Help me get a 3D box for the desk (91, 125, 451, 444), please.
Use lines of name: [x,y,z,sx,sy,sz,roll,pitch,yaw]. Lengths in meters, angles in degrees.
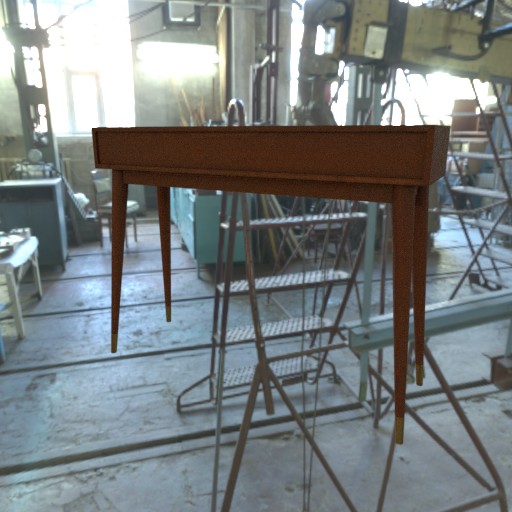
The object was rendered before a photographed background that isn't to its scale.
desk: [0.000,0.000,1.636,1.204,0.917,0.384,8,18,28]
